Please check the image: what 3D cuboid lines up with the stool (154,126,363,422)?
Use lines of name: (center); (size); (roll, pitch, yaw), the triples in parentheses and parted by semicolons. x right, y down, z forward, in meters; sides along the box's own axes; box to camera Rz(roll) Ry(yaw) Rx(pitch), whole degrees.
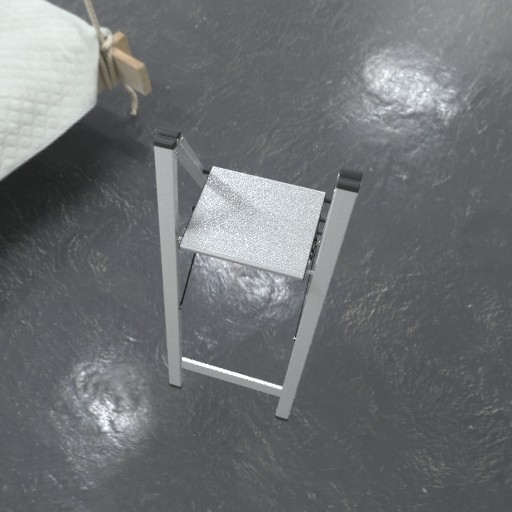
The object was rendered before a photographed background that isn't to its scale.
stool: (0.000, 0.000, 1.307); (0.441, 0.902, 0.730); (14, 64, 7)
